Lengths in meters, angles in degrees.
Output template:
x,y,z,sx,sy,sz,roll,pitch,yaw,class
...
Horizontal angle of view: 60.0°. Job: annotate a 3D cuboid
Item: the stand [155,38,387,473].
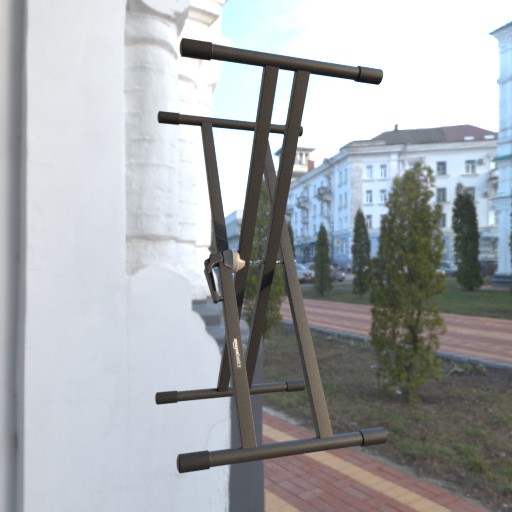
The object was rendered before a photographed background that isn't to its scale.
x,y,z,sx,sy,sz,roll,pitch,yaw,class
0.000,0.000,1.215,0.495,0.900,0.503,0,-1,-18,stand
